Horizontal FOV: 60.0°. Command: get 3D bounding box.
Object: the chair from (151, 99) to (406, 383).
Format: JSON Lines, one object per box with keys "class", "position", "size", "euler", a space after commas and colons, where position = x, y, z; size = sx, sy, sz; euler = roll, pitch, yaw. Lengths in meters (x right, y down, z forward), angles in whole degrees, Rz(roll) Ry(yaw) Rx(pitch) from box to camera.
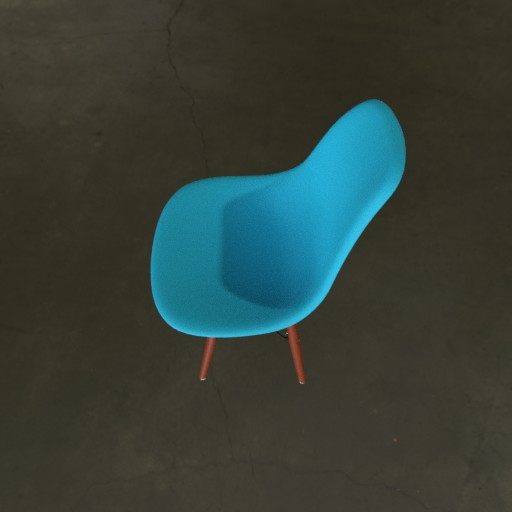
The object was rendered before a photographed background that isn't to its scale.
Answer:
{"class": "chair", "position": [0.000, 0.000, 1.151], "size": [0.533, 0.826, 0.470], "euler": [-2, 59, -1]}
